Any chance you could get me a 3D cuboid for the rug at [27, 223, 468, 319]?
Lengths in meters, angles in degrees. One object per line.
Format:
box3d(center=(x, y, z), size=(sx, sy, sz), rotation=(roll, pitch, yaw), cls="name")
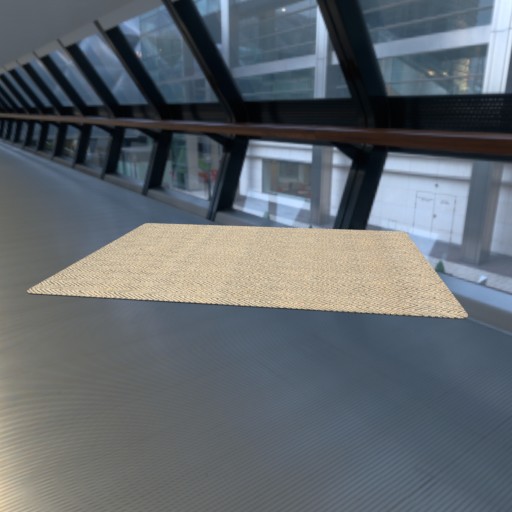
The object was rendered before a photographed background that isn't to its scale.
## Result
box3d(center=(0.000, 0.000, 4.285), size=(3.207, 0.014, 2.439), rotation=(2, 17, 8), cls="rug")
